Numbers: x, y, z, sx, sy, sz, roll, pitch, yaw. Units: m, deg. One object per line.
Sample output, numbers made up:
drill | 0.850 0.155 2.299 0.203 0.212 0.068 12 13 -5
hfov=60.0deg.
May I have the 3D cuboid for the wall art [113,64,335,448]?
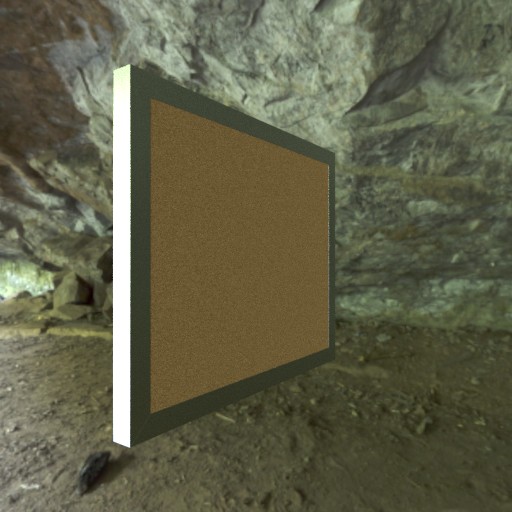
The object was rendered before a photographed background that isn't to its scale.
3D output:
wall art | 0.000 0.000 0.762 0.032 0.456 0.557 0 0 36
